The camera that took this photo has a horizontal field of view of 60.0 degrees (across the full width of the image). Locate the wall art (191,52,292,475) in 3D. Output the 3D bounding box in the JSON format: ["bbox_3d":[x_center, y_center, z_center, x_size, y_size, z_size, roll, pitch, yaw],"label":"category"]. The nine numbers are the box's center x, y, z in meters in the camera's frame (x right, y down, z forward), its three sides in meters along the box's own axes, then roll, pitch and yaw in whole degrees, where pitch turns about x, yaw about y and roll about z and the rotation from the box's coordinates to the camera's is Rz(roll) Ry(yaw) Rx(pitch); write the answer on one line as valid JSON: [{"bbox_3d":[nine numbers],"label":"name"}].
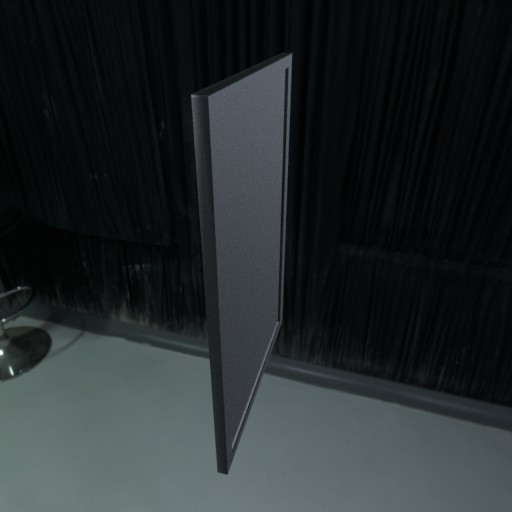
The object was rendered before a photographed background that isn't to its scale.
[{"bbox_3d":[0.000,0.000,0.548,0.013,0.431,0.303,8,31,13],"label":"wall art"}]
